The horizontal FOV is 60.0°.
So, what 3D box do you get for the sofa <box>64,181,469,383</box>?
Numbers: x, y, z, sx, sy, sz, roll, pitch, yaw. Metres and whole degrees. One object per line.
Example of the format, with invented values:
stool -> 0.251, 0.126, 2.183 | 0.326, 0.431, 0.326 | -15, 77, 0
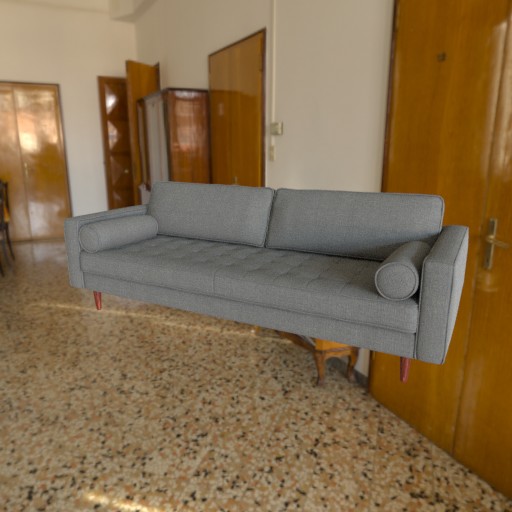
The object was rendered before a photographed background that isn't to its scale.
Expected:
sofa -> 0.000, 0.000, 2.598 | 2.198, 0.762, 0.914 | 7, 16, 27
